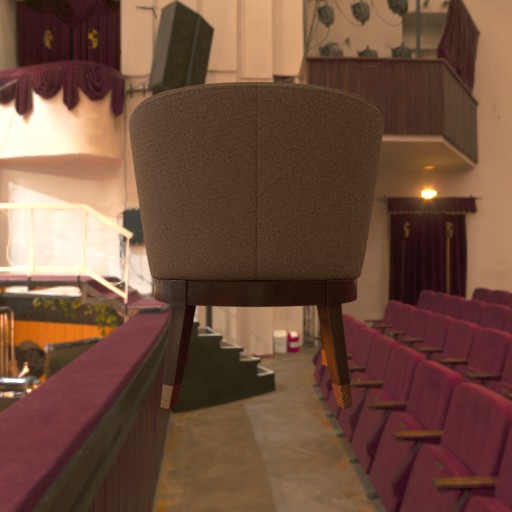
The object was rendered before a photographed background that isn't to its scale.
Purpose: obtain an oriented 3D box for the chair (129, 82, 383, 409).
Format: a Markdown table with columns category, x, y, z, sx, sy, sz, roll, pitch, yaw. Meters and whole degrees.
| category | x | y | z | sx | sy | sz | roll | pitch | yaw |
| --- | --- | --- | --- | --- | --- | --- | --- | --- | --- |
| chair | 0.000 | 0.000 | 1.284 | 0.700 | 0.760 | 0.660 | 0 | 0 | -1 |
